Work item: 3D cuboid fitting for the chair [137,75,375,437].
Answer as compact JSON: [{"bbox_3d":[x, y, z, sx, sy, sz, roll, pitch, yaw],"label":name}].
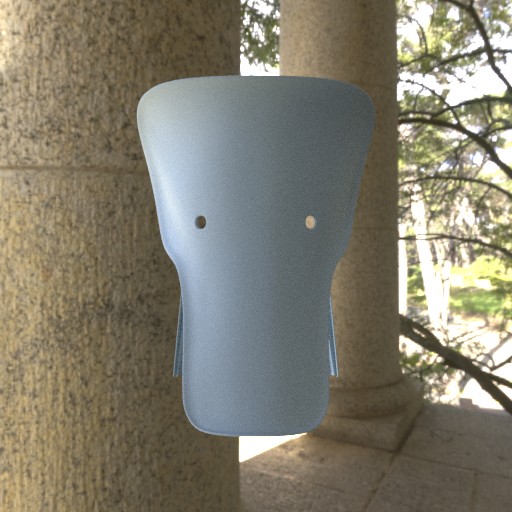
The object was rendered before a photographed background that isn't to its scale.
[{"bbox_3d":[0.000,0.000,0.865,0.451,0.554,0.402,0,0,0],"label":"chair"}]
